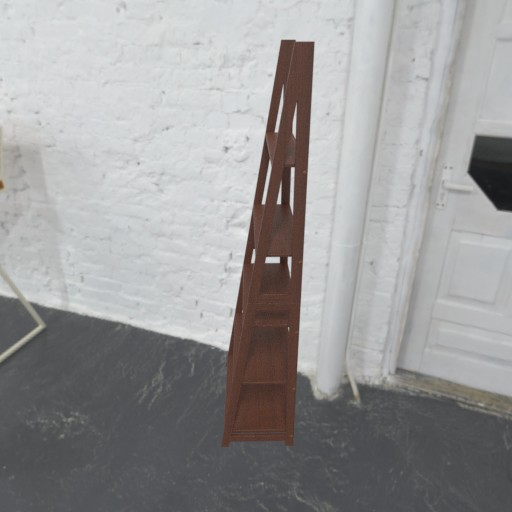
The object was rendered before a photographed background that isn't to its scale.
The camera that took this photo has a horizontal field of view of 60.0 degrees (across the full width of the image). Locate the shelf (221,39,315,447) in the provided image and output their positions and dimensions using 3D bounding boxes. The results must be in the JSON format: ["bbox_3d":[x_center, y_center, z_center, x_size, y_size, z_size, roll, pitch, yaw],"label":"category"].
[{"bbox_3d":[0.000,0.000,2.024,0.350,1.770,0.600,-1,27,-1],"label":"shelf"}]
